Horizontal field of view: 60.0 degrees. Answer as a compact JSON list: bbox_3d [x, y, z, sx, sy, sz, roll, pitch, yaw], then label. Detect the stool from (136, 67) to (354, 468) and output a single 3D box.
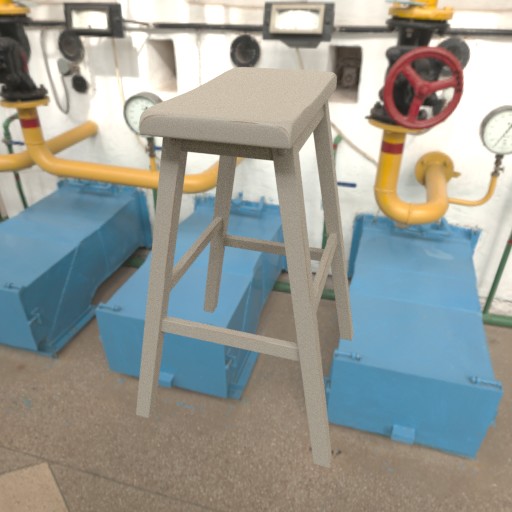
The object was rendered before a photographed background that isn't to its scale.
[{"bbox_3d":[0.000,0.000,1.020,0.476,0.737,0.457,9,33,15],"label":"stool"}]
